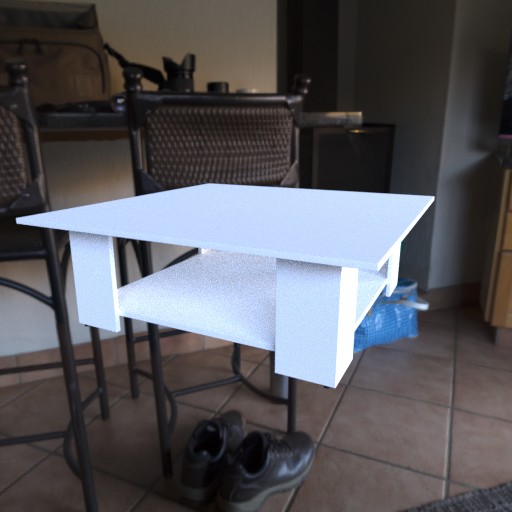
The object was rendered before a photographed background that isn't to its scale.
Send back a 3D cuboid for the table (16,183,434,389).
[{"bbox_3d":[0.000,0.000,1.333,0.890,0.305,0.890,8,17,26],"label":"table"}]
